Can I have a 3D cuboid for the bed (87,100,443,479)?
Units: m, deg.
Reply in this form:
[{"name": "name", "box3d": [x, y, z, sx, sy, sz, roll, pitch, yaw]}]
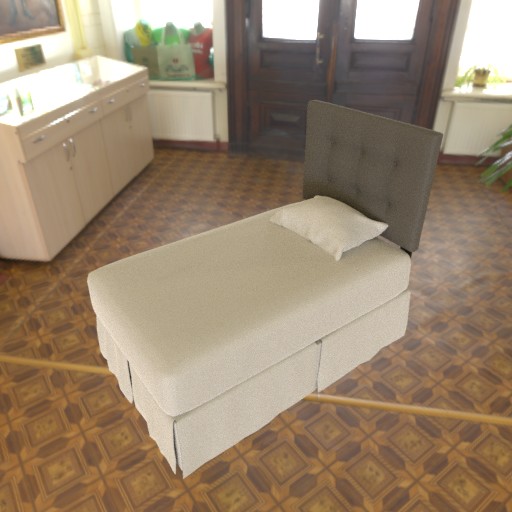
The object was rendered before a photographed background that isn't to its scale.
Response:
[{"name": "bed", "box3d": [0.000, 0.000, 2.941, 1.997, 1.571, 1.261, -21, 37, -30]}]
